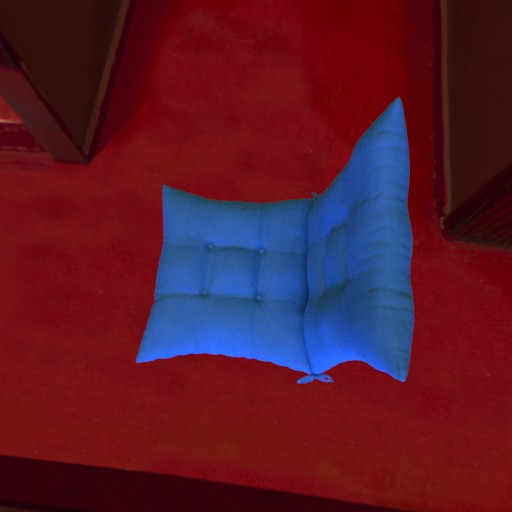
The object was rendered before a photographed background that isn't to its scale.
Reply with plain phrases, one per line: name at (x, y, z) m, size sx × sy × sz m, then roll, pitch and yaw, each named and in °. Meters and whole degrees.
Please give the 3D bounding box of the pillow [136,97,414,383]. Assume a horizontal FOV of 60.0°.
pillow at (0.000, 0.000, 1.003) m, size 0.585 × 0.536 × 0.541 m, roll 4°, pitch 75°, yaw 1°
